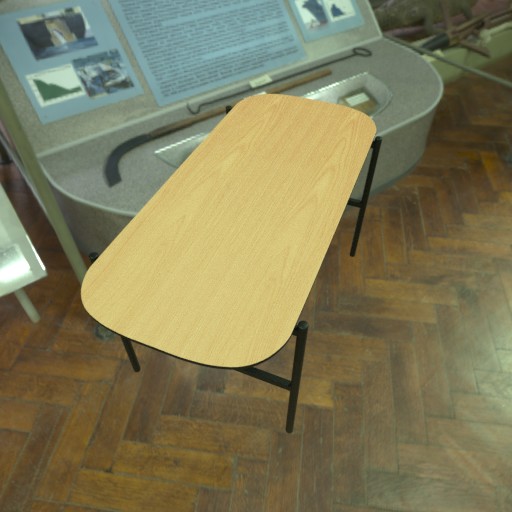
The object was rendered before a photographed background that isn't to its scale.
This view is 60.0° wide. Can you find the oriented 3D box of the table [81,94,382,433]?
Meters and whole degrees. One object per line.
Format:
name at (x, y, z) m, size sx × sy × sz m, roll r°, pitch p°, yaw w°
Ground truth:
table at (0.000, 0.000, 1.042) m, size 0.400 × 0.400 × 0.800 m, roll 17°, pitch 49°, yaw 15°
